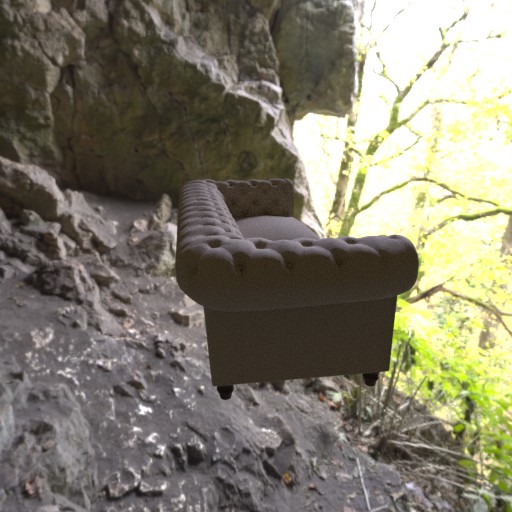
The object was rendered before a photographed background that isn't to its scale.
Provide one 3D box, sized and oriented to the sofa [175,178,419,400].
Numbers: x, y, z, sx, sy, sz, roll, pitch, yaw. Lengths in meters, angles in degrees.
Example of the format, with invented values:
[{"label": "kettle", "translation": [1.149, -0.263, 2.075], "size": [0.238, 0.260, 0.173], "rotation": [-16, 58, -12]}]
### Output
[{"label": "sofa", "translation": [0.000, 0.000, 3.156], "size": [1.076, 0.847, 2.694], "rotation": [-3, 16, -9]}]
